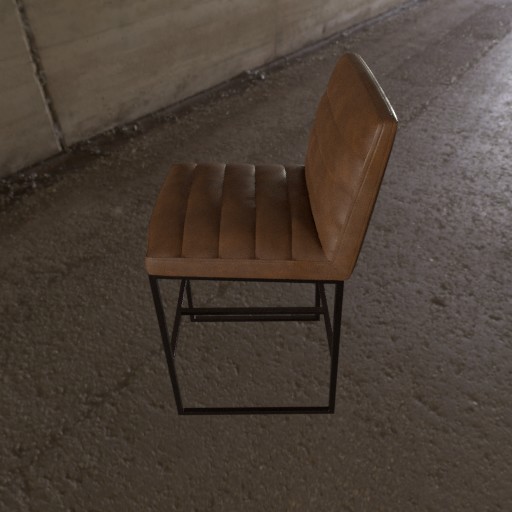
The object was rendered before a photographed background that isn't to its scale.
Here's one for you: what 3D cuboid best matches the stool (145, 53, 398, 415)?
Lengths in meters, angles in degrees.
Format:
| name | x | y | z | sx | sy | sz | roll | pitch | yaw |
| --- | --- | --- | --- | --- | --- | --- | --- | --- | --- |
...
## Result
| name | x | y | z | sx | sy | sz | roll | pitch | yaw |
| --- | --- | --- | --- | --- | --- | --- | --- | --- | --- |
| stool | 0.000 | 0.000 | 1.346 | 0.562 | 1.065 | 0.463 | 0 | 41 | 0 |
